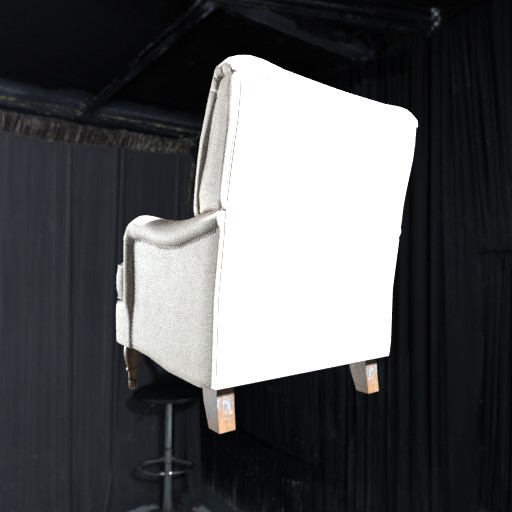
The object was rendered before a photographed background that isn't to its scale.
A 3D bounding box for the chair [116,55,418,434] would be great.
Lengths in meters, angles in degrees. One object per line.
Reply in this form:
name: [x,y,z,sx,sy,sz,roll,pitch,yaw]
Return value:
chair: [0.000,0.000,1.797,0.879,1.119,0.953,1,-1,-37]
